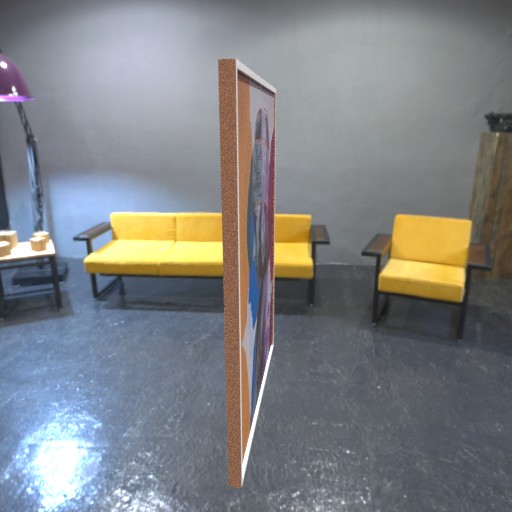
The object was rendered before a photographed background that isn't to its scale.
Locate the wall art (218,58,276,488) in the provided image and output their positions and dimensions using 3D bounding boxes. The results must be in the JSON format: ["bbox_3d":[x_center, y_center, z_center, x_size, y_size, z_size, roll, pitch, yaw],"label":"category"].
[{"bbox_3d":[0.000,0.000,1.406,0.039,1.050,0.795,2,17,8],"label":"wall art"}]
